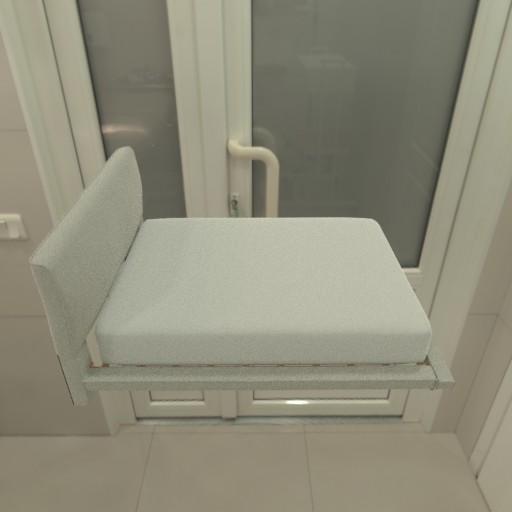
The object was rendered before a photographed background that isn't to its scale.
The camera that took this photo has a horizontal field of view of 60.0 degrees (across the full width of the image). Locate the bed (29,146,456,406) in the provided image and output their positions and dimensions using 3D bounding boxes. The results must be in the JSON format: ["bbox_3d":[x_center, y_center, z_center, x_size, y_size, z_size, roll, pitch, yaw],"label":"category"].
[{"bbox_3d":[0.000,0.000,3.228,2.368,1.067,1.840,0,32,0],"label":"bed"}]
